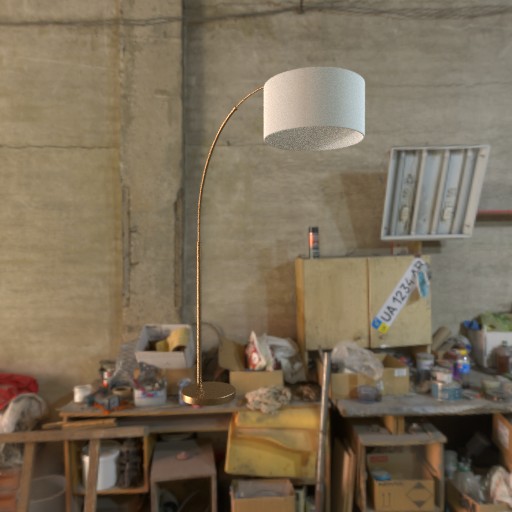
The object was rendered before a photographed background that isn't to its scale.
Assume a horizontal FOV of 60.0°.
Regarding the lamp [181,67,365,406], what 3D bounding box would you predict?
[{"bbox_3d":[0.000,0.000,2.580,0.493,1.927,1.434,-1,1,-37],"label":"lamp"}]
